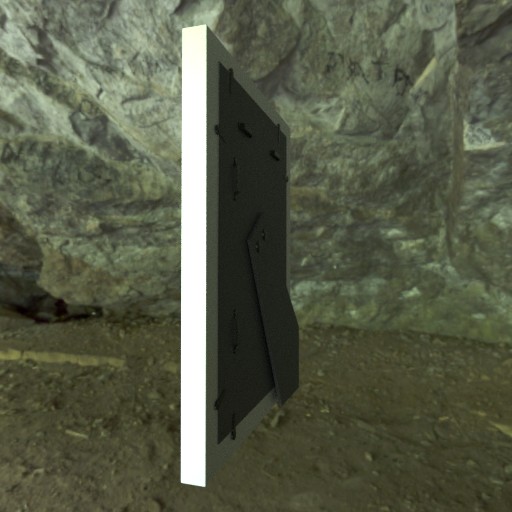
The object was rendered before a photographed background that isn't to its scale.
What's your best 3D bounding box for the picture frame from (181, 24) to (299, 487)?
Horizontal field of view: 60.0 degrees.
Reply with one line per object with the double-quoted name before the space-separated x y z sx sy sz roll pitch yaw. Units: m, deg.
"picture frame" 0.000 0.000 0.517 0.036 0.386 0.307 0 -1 18
